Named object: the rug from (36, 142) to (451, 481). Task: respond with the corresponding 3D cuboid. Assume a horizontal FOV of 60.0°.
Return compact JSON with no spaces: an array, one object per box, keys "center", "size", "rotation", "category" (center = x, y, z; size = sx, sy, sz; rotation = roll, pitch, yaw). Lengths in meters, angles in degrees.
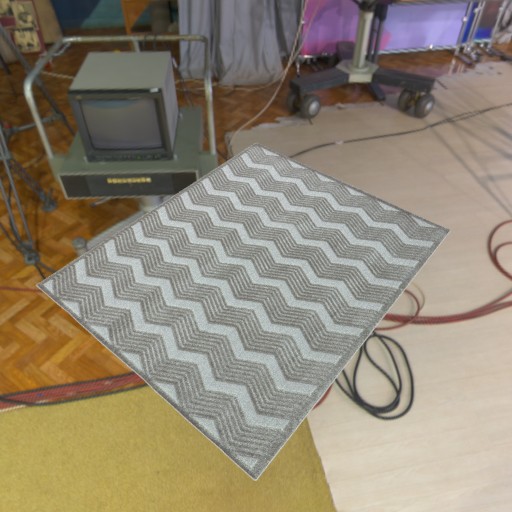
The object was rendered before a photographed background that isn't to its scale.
[{"center":[0.000,0.000,3.941],"size":[2.391,0.005,2.880],"rotation":[31,53,26],"category":"rug"}]
